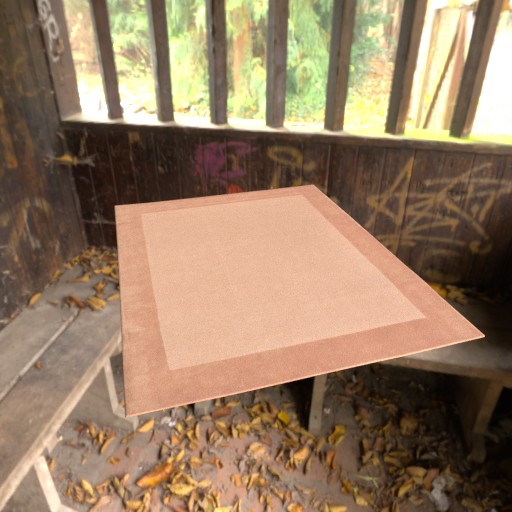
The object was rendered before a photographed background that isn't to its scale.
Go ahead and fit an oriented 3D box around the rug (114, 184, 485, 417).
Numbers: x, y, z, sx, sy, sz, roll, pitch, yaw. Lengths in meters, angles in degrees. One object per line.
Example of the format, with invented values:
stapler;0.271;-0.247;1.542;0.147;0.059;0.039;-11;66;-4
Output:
rug;0.000;0.000;4.041;2.431;0.021;3.057;-8;31;-14
